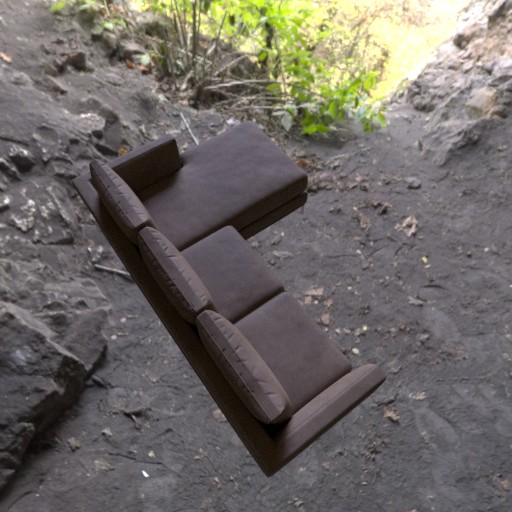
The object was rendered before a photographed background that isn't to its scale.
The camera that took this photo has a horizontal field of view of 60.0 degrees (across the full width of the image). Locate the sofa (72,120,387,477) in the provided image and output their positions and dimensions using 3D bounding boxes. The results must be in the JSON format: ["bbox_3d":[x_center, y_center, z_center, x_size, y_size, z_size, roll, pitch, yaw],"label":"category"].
[{"bbox_3d":[0.000,0.000,3.219,1.622,0.987,2.438,-32,63,-18],"label":"sofa"}]
